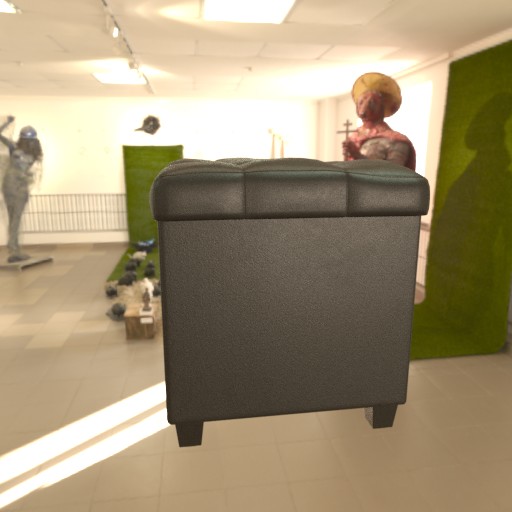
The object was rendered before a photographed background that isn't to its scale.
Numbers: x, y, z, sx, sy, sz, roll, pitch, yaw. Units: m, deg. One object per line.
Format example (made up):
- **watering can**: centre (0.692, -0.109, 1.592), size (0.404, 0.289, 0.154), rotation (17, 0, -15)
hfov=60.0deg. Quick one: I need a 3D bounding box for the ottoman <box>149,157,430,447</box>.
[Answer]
- **ottoman**: centre (0.000, 0.000, 1.082), size (0.432, 0.470, 0.838), rotation (-2, 13, -9)
